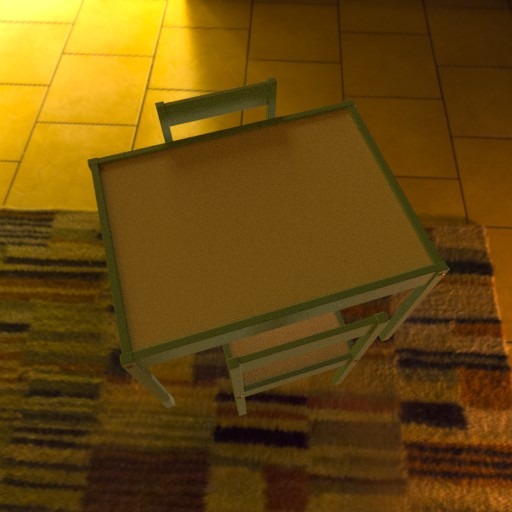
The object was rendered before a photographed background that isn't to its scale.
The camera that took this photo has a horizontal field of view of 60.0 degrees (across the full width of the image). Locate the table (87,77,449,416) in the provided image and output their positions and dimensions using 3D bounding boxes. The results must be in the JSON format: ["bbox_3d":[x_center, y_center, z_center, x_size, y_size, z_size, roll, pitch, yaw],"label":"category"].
[{"bbox_3d":[0.000,0.000,1.101,0.639,0.503,0.633,-15,63,-8],"label":"table"}]
